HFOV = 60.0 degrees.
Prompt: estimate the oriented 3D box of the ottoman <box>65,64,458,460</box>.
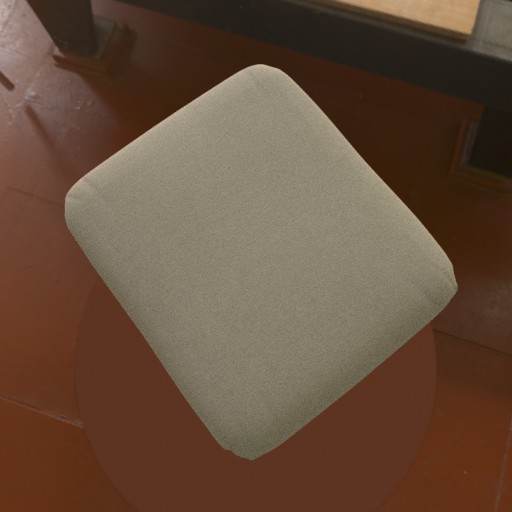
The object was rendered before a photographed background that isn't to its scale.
[{"bbox_3d":[0.000,0.000,1.127,0.639,0.450,0.746,-37,80,-8],"label":"ottoman"}]
